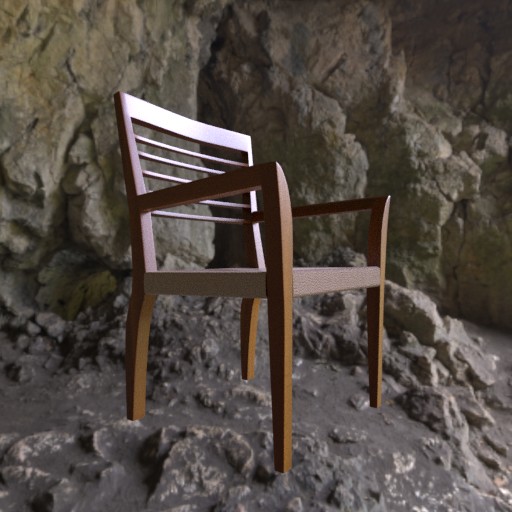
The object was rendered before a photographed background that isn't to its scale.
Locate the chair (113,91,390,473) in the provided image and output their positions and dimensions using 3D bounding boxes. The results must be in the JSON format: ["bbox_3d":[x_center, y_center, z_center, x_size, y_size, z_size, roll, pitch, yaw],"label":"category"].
[{"bbox_3d":[0.000,0.000,1.223,0.540,0.855,0.587,0,0,37],"label":"chair"}]
